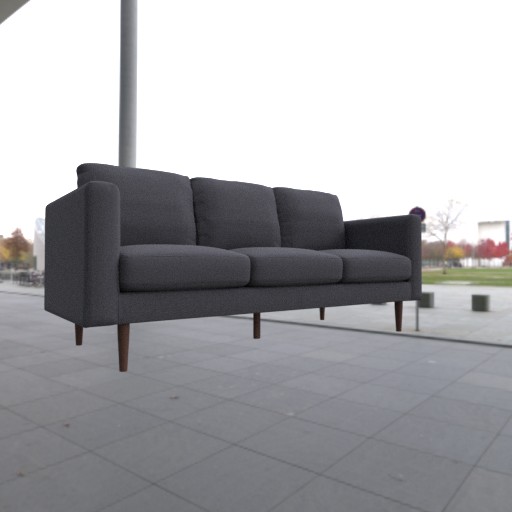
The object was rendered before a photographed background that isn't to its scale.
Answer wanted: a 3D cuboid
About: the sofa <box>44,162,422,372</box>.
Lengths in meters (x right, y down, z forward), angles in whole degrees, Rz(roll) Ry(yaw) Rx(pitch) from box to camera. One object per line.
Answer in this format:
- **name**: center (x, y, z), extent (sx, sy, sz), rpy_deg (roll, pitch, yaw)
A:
- **sofa**: center (0.000, 0.000, 2.466), extent (2.029, 0.912, 0.802), rpy_deg (1, -1, -36)
